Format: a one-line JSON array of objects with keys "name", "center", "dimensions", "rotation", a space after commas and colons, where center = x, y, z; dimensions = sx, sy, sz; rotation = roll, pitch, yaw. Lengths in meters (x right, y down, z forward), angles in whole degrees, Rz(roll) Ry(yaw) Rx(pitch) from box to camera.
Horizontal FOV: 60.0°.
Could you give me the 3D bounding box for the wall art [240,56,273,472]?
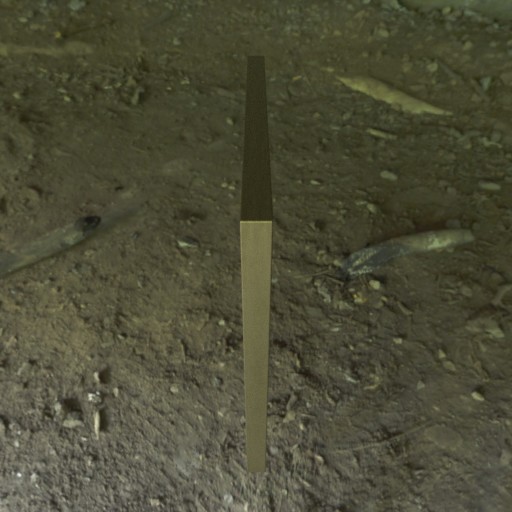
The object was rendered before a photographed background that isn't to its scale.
[{"name": "wall art", "center": [0.000, 0.000, 0.757], "dimensions": [0.031, 0.506, 0.503], "rotation": [0, 40, 0]}]
